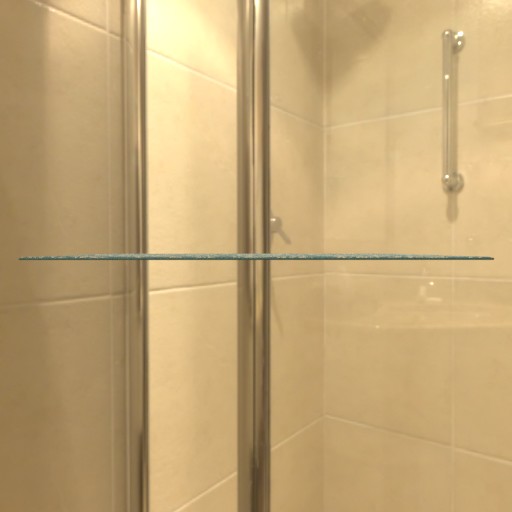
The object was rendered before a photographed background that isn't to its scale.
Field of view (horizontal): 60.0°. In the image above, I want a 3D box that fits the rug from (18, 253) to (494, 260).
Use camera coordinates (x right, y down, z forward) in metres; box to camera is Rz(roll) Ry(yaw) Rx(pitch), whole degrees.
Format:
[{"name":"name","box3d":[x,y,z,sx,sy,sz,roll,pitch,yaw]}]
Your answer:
[{"name":"rug","box3d":[0.000,0.000,2.309,1.833,0.012,1.211,0,1,-1]}]
